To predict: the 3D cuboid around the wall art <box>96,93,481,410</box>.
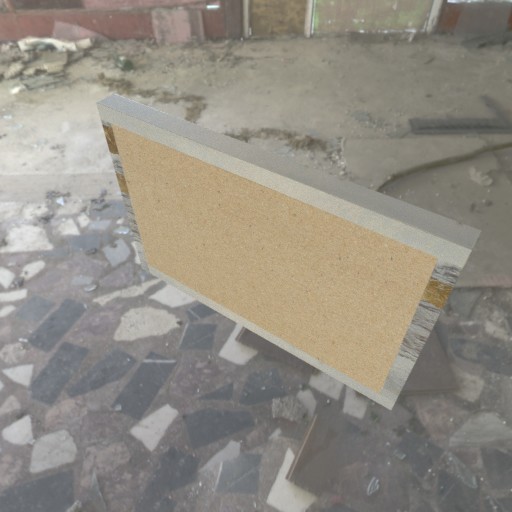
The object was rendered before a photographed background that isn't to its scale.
[{"bbox_3d":[0.000,0.000,0.768,0.606,0.407,0.041,26,52,23],"label":"wall art"}]
